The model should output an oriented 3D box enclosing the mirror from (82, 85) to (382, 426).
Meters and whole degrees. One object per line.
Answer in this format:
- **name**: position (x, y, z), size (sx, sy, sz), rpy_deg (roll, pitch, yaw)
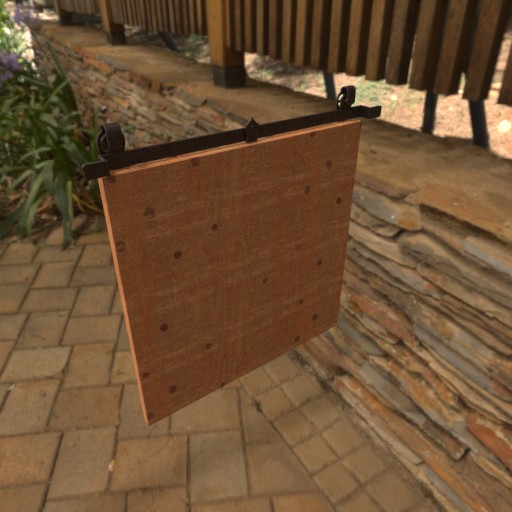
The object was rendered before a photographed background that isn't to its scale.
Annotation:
- **mirror**: position (0.000, 0.000, 1.187), size (0.805, 0.800, 0.054), rpy_deg (-21, 37, -30)
